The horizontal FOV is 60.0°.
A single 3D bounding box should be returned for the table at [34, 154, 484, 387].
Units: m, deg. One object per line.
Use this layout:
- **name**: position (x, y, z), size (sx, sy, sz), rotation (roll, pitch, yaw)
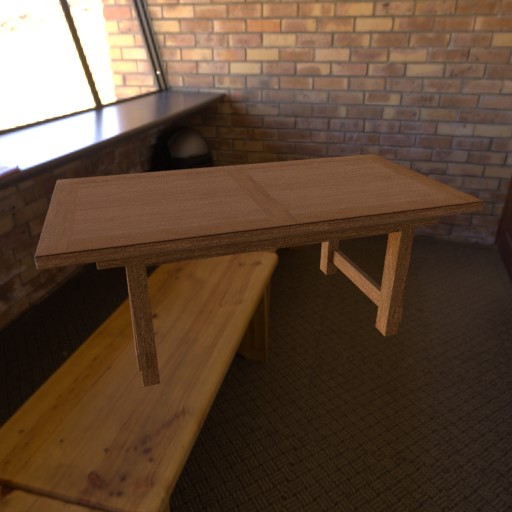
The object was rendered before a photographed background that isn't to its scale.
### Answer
- **table**: position (0.000, 0.000, 2.447), size (1.982, 0.762, 1.000), rotation (-8, 27, -16)
